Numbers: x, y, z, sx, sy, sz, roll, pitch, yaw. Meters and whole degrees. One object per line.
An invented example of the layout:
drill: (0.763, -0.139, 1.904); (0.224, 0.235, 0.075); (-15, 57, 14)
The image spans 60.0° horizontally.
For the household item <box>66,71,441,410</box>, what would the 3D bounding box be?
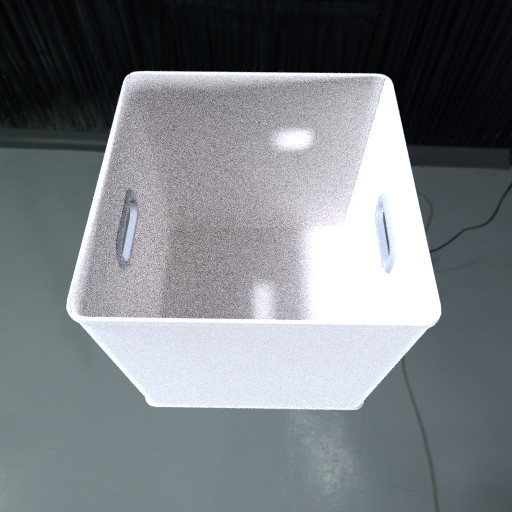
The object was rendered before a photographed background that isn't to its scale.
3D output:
household item: (0.000, 0.000, 0.554); (0.305, 0.305, 0.305); (1, 59, 0)
